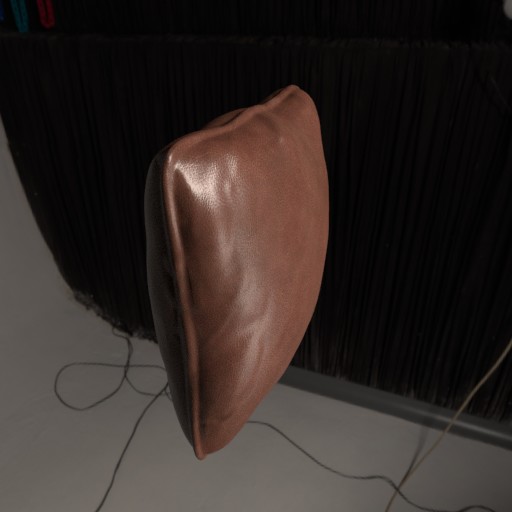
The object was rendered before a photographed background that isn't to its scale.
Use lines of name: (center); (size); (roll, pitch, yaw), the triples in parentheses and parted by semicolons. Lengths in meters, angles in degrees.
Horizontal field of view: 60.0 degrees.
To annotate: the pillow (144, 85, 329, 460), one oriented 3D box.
pillow: (0.000, 0.000, 0.796); (0.236, 0.523, 0.532); (11, 31, 18)
